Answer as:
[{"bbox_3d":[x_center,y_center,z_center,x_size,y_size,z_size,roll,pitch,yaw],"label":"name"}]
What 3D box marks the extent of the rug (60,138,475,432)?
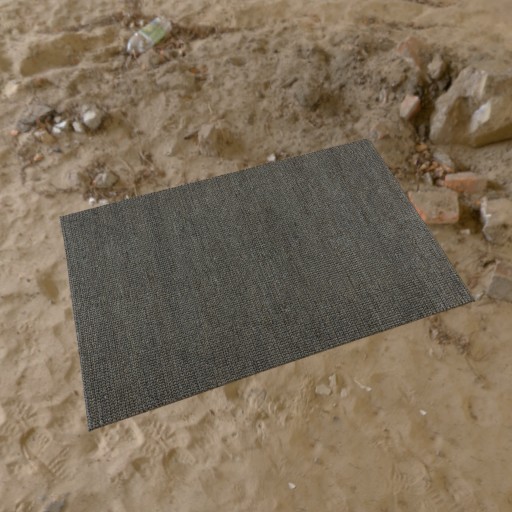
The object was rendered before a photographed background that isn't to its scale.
[{"bbox_3d":[0.000,0.000,2.990,2.443,0.021,1.538,-16,60,-10],"label":"rug"}]
